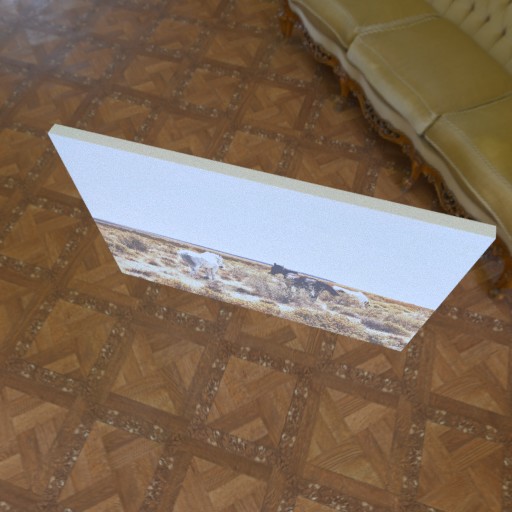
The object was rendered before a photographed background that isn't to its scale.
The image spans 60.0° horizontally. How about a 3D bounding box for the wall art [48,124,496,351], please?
[{"bbox_3d":[0.000,0.000,1.892,1.520,1.016,0.051,15,60,9],"label":"wall art"}]
